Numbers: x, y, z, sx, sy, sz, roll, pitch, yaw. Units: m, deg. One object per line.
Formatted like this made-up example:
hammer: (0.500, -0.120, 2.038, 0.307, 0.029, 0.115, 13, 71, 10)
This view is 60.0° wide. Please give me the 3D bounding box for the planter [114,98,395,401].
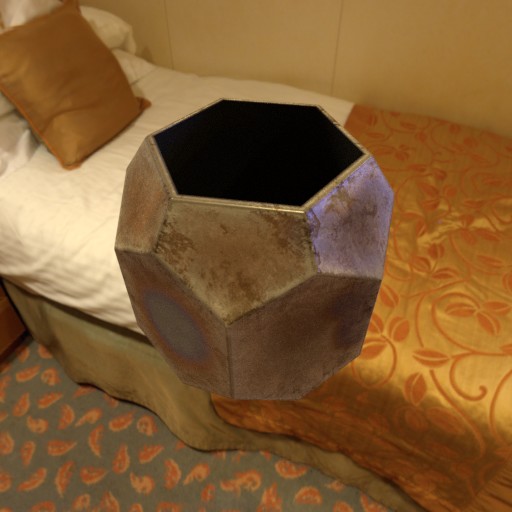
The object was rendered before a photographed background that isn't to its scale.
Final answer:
planter: (0.000, 0.000, 0.421, 0.243, 0.238, 0.221, -15, 46, -15)
